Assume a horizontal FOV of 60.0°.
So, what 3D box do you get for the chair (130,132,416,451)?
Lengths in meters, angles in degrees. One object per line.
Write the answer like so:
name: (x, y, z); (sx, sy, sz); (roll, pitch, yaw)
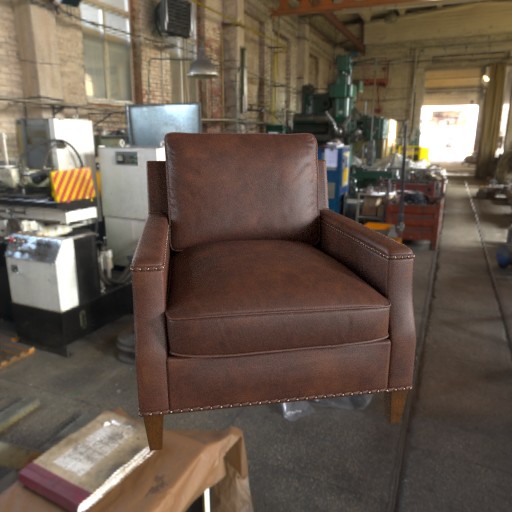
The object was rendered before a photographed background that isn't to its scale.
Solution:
chair: (0.000, 0.000, 1.703); (0.853, 0.929, 1.014); (-2, 15, -10)
